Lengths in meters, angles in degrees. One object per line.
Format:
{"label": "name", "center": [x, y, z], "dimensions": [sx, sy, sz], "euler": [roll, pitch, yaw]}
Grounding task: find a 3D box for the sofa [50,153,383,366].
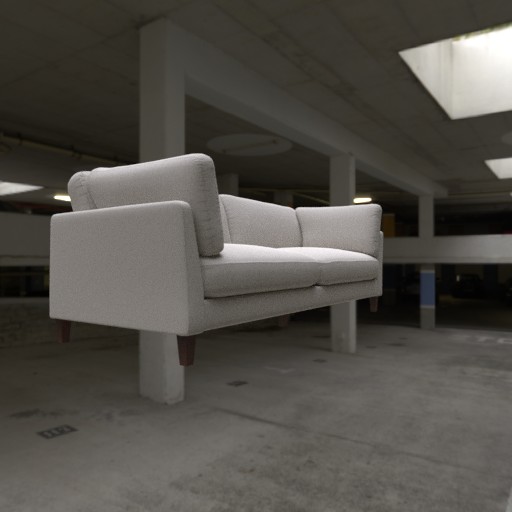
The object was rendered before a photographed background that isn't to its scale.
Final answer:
{"label": "sofa", "center": [0.000, 0.000, 2.843], "dimensions": [0.957, 0.863, 2.301], "euler": [0, 0, 34]}
